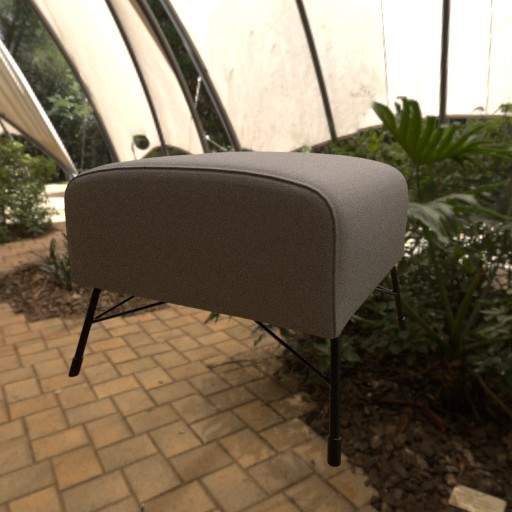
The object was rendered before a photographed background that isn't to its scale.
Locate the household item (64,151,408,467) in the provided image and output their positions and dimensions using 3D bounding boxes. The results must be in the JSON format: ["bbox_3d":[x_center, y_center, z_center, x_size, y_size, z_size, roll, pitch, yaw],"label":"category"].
[{"bbox_3d":[0.000,0.000,0.893,0.530,0.410,0.530,7,16,27],"label":"household item"}]
